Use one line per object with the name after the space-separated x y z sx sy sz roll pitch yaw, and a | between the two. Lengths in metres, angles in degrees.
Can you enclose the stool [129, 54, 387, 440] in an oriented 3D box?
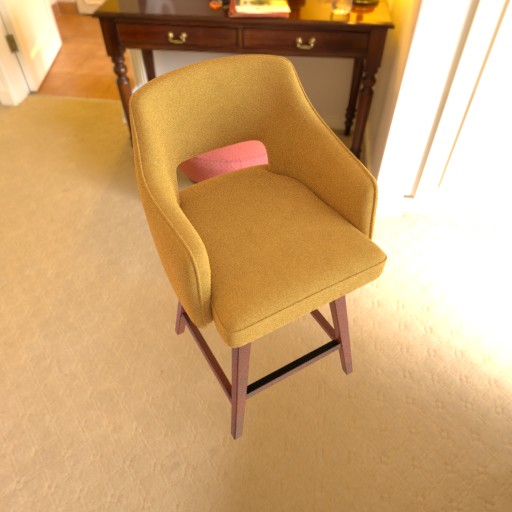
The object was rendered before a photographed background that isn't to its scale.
0.000 0.000 1.276 0.548 0.924 0.558 -23 51 -20 | stool
